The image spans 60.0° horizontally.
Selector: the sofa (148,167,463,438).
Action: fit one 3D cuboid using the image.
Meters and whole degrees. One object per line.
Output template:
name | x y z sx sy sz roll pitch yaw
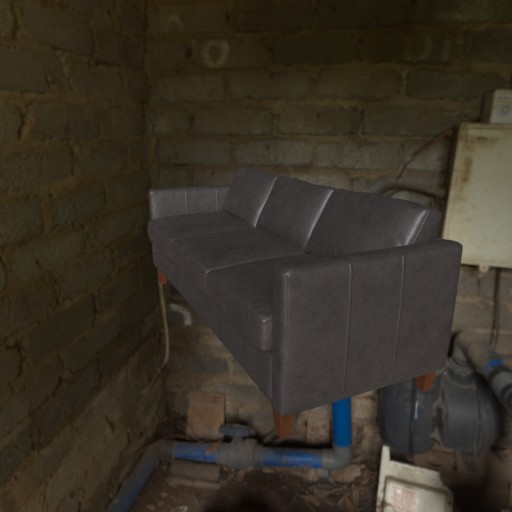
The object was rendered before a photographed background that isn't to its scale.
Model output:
sofa | 0.000 0.000 3.022 1.045 1.006 2.464 -8 18 -24
